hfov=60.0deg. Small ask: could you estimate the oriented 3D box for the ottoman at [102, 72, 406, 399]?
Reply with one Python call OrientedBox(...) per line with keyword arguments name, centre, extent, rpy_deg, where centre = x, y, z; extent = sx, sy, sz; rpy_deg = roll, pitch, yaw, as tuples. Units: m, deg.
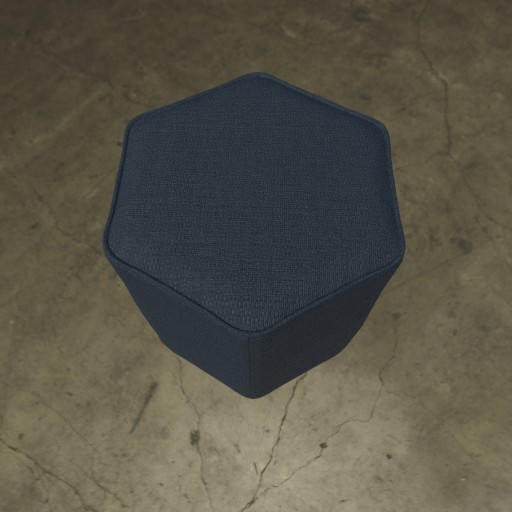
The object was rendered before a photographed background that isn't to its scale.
OrientedBox(name="ottoman", centre=(0.000, 0.000, 0.889), extent=(0.492, 0.505, 0.454), rpy_deg=(32, 67, 15))
